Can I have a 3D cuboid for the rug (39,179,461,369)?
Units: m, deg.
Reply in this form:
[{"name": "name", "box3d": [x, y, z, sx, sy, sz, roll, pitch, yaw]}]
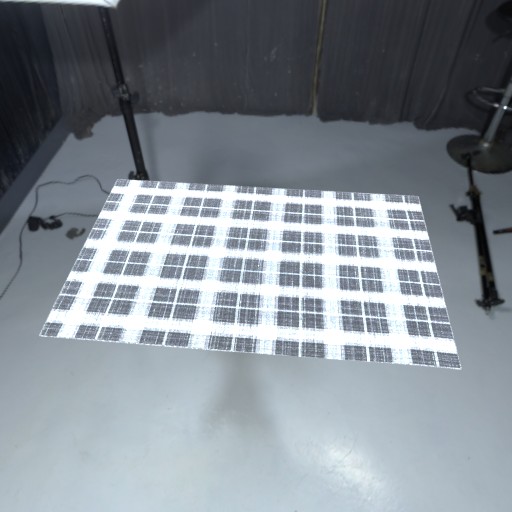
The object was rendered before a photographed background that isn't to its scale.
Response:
[{"name": "rug", "box3d": [0.000, 0.000, 3.049, 2.434, 0.015, 1.520, 4, 47, 4]}]
